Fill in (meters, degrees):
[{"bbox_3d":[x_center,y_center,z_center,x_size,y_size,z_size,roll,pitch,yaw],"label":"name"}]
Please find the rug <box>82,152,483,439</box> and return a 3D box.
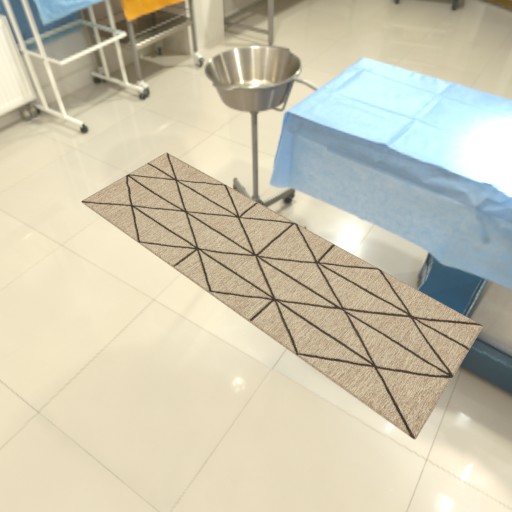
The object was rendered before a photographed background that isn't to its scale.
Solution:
[{"bbox_3d":[0.000,0.000,2.635,2.438,0.012,0.762,32,54,26],"label":"rug"}]
